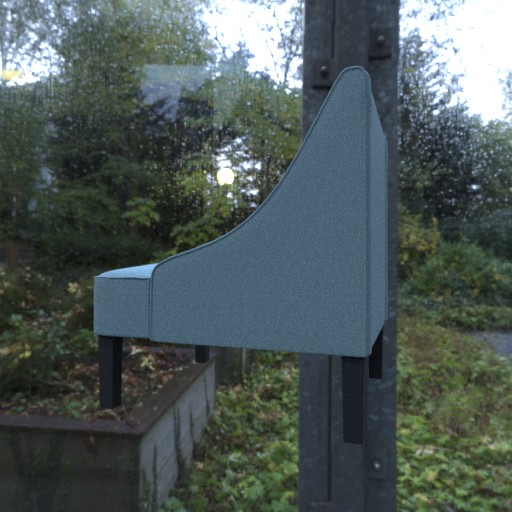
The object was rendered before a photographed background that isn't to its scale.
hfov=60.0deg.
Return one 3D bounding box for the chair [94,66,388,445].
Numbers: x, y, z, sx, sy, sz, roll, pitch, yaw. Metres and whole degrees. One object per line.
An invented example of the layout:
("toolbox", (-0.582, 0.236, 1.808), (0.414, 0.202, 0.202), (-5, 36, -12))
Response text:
("chair", (0.000, 0.000, 1.873), (1.025, 1.133, 0.857), (0, 0, 20))
